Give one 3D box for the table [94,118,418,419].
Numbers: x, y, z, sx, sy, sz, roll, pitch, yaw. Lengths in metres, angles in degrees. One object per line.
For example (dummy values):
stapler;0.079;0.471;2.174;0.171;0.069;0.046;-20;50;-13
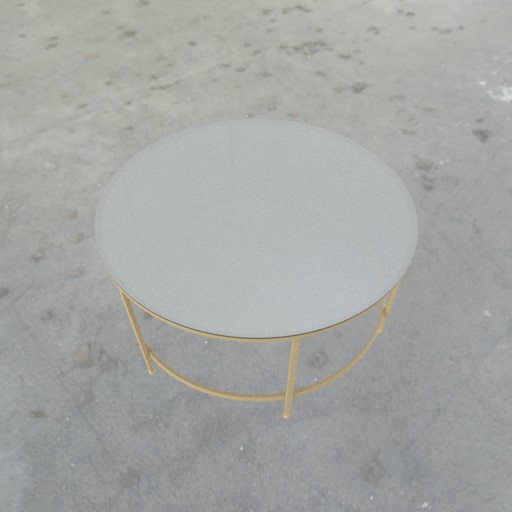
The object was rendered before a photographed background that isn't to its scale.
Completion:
table;0.000;0.000;1.457;0.914;0.470;0.914;0;48;0
